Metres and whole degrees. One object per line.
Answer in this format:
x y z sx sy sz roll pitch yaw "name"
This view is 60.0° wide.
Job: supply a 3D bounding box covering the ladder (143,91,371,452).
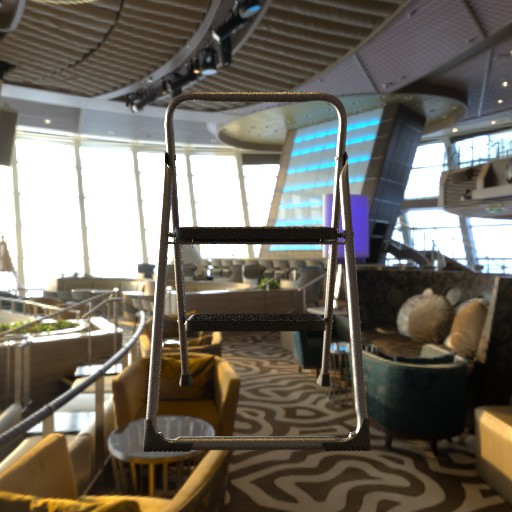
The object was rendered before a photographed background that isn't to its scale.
0.000 0.000 1.039 0.430 0.720 0.472 0 0 -1 "ladder"
